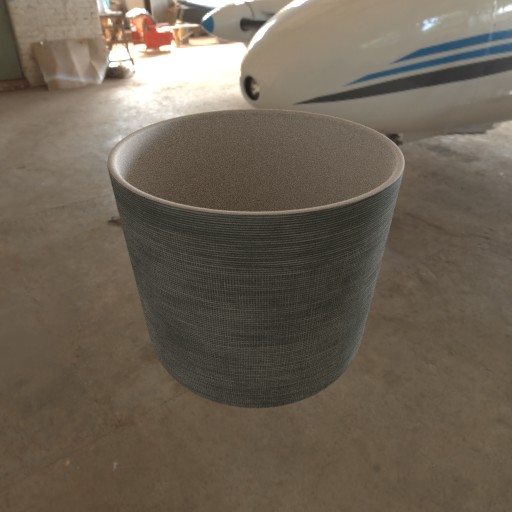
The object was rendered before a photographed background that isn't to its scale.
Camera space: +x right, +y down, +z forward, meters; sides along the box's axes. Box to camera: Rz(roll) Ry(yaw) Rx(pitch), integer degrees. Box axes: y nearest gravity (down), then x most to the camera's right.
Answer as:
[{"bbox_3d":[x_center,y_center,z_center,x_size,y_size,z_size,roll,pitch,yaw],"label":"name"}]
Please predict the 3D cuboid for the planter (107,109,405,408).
[{"bbox_3d":[0.000,0.000,0.788,0.440,0.398,0.440,0,33,0],"label":"planter"}]
